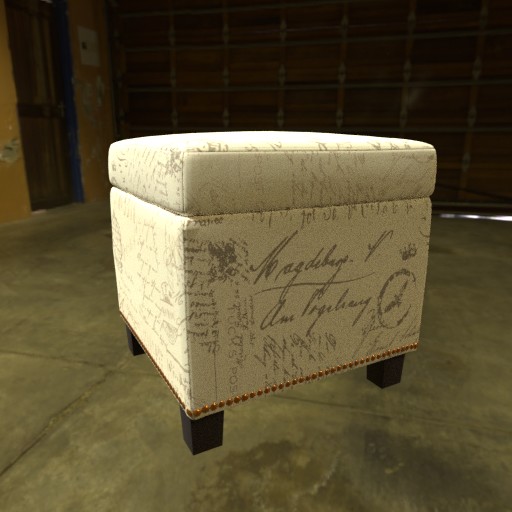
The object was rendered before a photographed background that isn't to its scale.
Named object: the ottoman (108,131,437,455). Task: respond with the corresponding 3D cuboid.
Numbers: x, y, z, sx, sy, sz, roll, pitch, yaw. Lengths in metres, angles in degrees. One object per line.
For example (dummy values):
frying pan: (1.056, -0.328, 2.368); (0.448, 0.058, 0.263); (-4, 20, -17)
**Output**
ottoman: (0.000, 0.000, 0.848); (0.450, 0.457, 0.449); (-8, 17, -28)
